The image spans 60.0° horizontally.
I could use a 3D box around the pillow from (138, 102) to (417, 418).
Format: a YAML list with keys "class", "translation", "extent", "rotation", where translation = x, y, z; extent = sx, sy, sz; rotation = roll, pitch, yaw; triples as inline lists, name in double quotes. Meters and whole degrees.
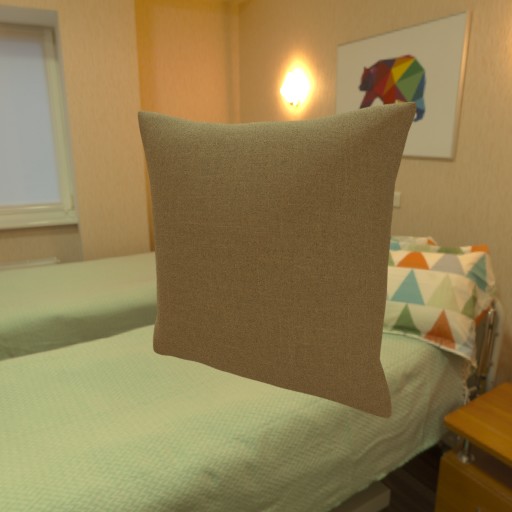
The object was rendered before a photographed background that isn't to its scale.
- class: "pillow"
  translation: [0.000, 0.000, 0.793]
  extent: [0.512, 0.506, 0.178]
  rotation: [8, 17, 27]
